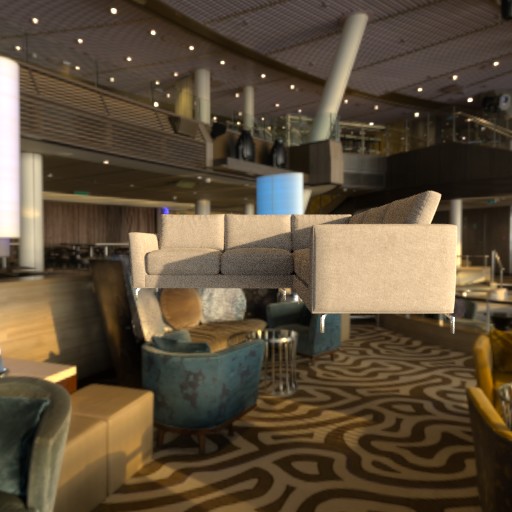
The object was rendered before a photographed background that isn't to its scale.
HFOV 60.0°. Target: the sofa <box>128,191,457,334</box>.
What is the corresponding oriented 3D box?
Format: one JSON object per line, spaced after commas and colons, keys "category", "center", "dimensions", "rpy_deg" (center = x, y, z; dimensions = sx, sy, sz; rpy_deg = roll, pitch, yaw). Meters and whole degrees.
{"category": "sofa", "center": [0.000, 0.000, 3.794], "dimensions": [2.438, 0.864, 2.438], "rpy_deg": [0, 1, 1]}
